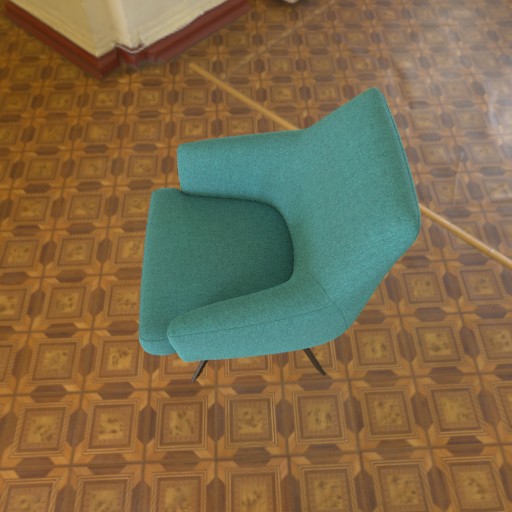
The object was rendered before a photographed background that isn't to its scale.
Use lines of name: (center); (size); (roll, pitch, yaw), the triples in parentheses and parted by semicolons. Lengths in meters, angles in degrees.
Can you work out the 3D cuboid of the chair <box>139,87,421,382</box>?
chair: (0.000, 0.000, 1.336); (0.677, 0.874, 0.642); (-3, 59, -2)
